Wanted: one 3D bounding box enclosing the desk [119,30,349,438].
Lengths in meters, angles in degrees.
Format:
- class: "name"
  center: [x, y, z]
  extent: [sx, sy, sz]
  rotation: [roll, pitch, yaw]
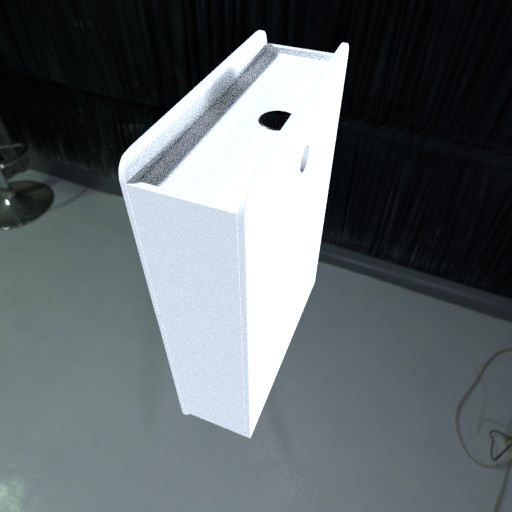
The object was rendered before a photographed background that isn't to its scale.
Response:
- class: "desk"
  center: [0.000, 0.000, 1.511]
  extent: [0.278, 1.190, 0.795]
  rotation: [16, 48, 15]
